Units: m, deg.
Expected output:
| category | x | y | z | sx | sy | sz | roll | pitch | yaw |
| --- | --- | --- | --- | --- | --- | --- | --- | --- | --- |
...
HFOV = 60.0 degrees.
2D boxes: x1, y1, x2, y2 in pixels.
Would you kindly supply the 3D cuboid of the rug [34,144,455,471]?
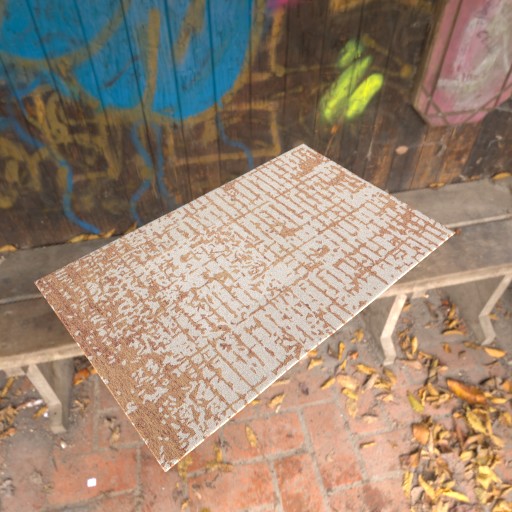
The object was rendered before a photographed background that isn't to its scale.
| category | x | y | z | sx | sy | sz | roll | pitch | yaw |
| --- | --- | --- | --- | --- | --- | --- | --- | --- | --- |
| rug | 0.000 | 0.000 | 2.986 | 2.435 | 0.011 | 1.517 | -32 | 54 | -27 |
